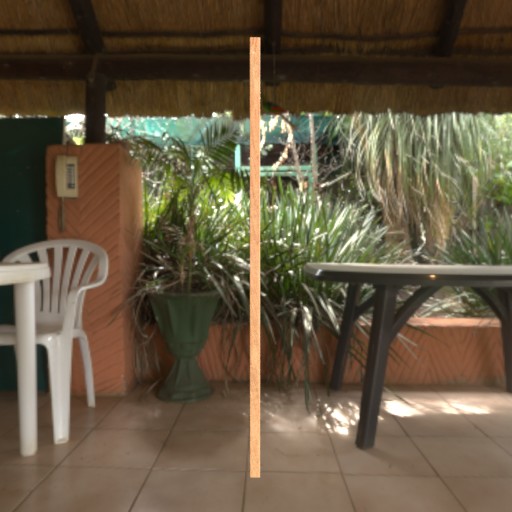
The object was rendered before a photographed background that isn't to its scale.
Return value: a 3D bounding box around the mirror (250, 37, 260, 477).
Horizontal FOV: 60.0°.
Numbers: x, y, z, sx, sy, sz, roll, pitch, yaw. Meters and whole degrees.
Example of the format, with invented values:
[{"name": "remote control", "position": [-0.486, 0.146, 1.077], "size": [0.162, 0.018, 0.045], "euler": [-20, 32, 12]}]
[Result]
[{"name": "mirror", "position": [0.000, 0.000, 1.205], "size": [0.020, 0.800, 0.800], "euler": [0, 1, 0]}]
